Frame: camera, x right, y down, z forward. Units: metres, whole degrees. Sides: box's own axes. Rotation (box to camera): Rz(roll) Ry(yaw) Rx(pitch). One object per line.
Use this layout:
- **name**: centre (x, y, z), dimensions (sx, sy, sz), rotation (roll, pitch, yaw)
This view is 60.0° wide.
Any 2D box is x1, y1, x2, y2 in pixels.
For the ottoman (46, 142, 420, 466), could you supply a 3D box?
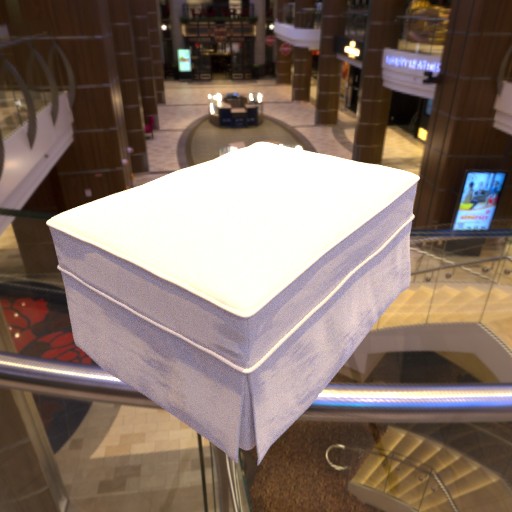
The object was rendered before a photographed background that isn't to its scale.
- **ottoman**: centre (0.000, 0.000, 1.343), dimensions (0.703, 0.479, 0.944), rotation (21, 36, 31)
